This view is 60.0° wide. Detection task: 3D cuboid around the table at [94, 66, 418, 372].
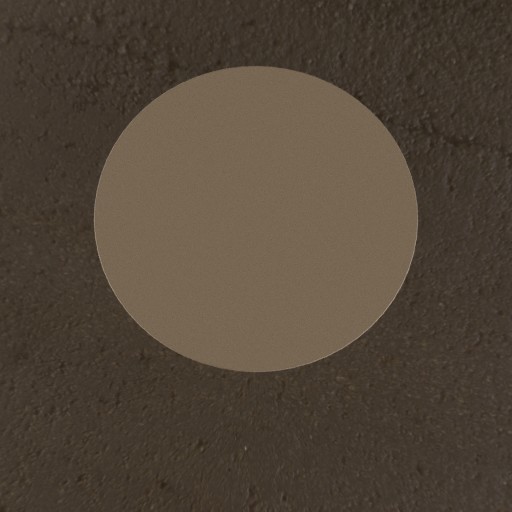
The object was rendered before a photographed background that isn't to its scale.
[{"bbox_3d":[0.000,0.000,0.832,0.418,0.532,0.418,-20,77,-5],"label":"table"}]
